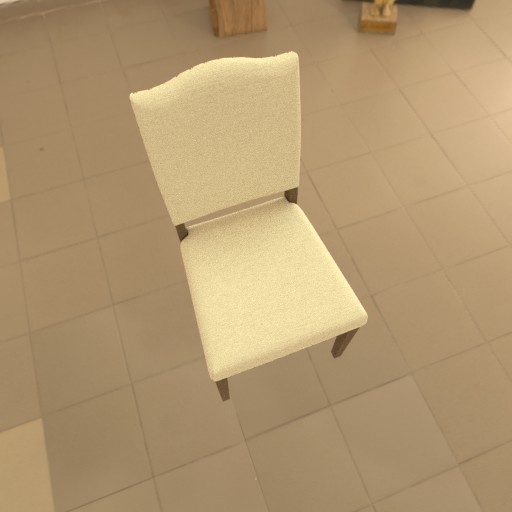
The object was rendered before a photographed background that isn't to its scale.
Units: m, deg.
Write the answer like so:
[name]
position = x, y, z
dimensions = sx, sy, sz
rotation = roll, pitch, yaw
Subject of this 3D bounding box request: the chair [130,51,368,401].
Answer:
[chair]
position = 0.000, 0.000, 1.399
dimensions = 0.508, 1.015, 0.619
rotation = -19, 65, -9
